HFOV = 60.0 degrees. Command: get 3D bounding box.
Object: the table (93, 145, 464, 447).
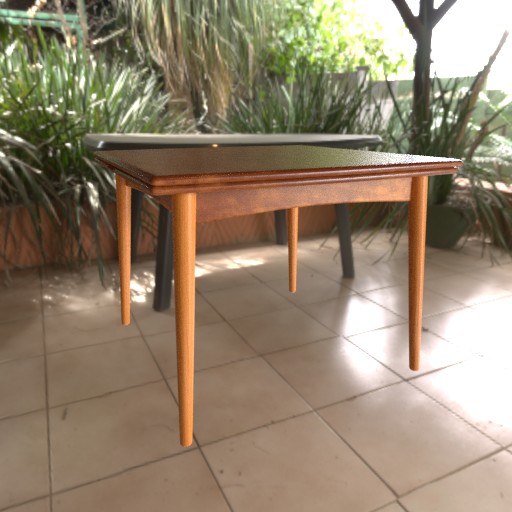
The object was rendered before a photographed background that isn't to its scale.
[{"bbox_3d":[0.000,0.000,1.688,0.991,0.754,0.991,-8,19,-25],"label":"table"}]
